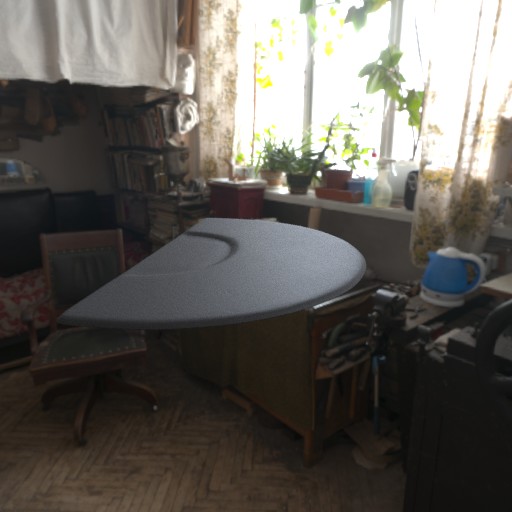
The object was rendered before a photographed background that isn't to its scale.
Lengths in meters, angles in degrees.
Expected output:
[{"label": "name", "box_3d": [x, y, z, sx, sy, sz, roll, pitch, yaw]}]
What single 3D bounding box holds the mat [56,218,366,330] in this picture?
[{"label": "mat", "box_3d": [0.000, 0.000, 1.895, 0.917, 0.022, 1.525, 3, 16, 10]}]
